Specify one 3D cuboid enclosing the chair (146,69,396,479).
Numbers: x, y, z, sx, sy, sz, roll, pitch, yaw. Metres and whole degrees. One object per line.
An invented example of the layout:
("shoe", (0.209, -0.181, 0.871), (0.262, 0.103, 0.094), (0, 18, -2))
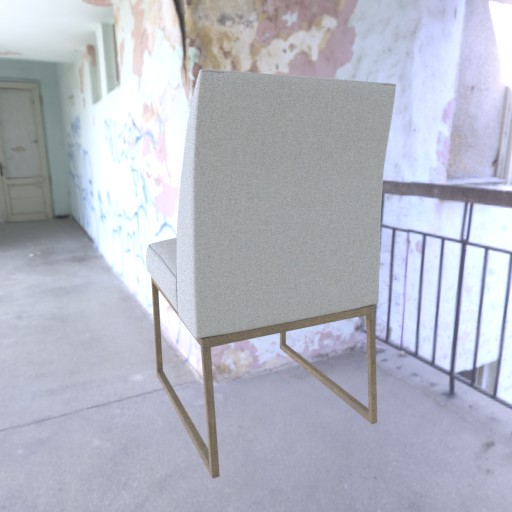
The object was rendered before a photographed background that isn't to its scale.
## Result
("chair", (0.000, 0.000, 1.218), (0.508, 0.863, 0.522), (-7, 16, -25))
